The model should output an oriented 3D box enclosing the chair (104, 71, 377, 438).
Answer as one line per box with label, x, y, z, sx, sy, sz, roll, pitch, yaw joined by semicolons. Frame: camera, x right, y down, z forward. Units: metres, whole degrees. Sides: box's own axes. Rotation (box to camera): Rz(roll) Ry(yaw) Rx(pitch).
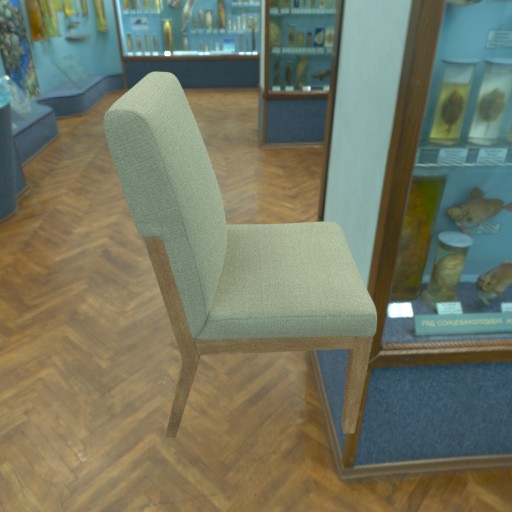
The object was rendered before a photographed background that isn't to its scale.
chair;0.000;0.000;1.237;0.586;0.911;0.507;-1;31;-1
